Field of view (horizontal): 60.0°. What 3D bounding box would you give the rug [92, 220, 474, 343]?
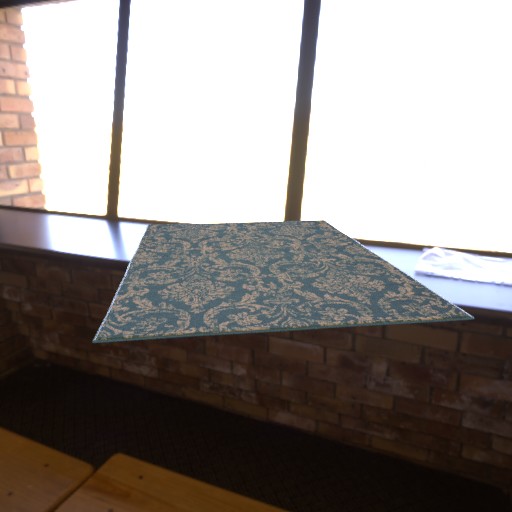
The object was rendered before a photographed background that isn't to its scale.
[{"bbox_3d":[0.000,0.000,2.814,1.554,0.012,2.205,-2,16,-8],"label":"rug"}]
